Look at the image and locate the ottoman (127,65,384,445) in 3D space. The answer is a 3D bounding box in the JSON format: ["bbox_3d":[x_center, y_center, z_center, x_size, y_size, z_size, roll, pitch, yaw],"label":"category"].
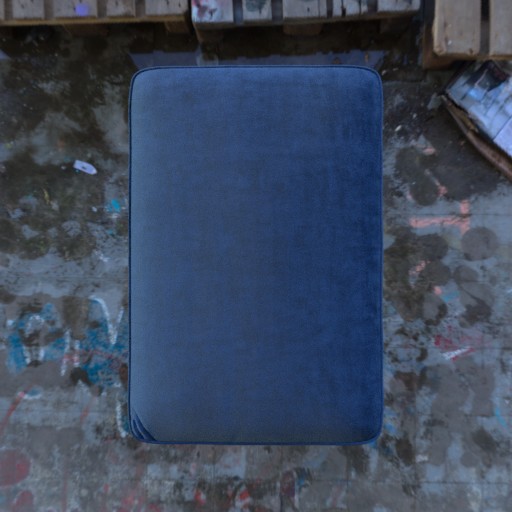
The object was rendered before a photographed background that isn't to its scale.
[{"bbox_3d":[0.000,0.000,1.194,0.583,0.484,0.862,0,90,0],"label":"ottoman"}]
